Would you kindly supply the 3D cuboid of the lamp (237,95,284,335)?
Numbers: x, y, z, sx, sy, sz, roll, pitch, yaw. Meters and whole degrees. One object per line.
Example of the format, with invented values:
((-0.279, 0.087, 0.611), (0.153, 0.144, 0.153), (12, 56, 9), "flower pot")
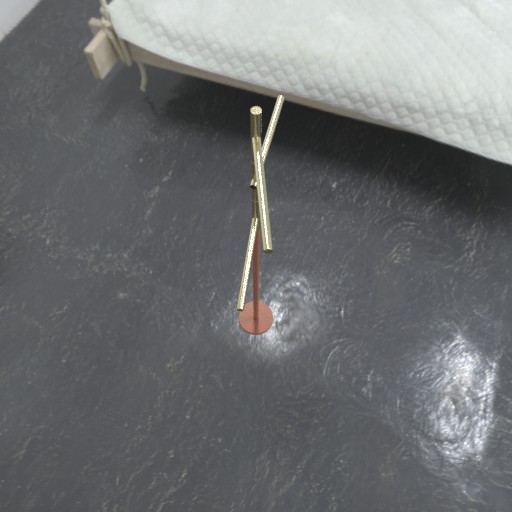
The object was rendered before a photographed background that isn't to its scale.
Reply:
((0.000, 0.000, 1.939), (0.209, 1.704, 0.737), (1, 63, 0), "lamp")
